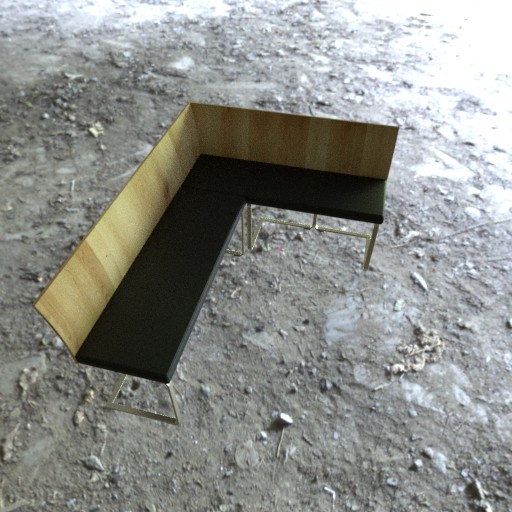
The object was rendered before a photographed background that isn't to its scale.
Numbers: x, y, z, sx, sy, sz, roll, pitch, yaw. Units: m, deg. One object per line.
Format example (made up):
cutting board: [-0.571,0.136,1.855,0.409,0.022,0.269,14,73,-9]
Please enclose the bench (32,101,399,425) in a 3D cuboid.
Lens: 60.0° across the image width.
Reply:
bench: [0.000,0.000,2.761,1.495,0.930,1.945,10,46,10]
